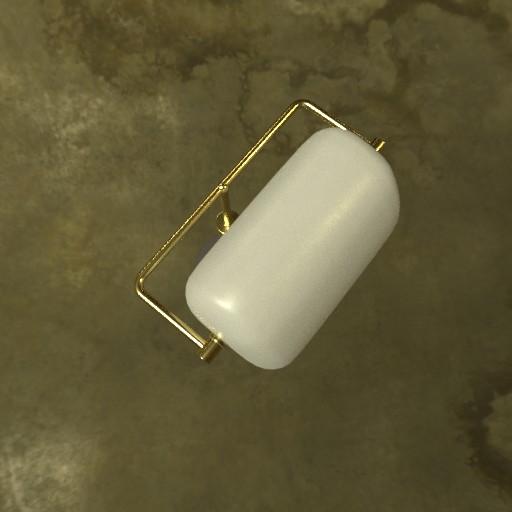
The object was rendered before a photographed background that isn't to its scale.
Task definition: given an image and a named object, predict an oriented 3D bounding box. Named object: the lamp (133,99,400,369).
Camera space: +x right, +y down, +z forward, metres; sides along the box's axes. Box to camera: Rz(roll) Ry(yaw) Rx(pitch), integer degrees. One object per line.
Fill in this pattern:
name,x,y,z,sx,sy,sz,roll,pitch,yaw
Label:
lamp,0.000,0.000,0.566,0.227,0.404,0.269,38,78,10
